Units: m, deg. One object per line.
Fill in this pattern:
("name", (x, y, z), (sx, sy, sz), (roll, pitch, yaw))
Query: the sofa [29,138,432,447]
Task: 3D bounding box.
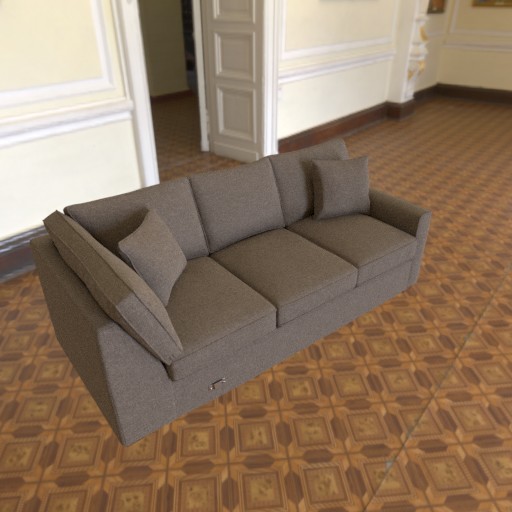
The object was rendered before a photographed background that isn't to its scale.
("sofa", (0.000, 0.000, 2.786), (2.317, 0.962, 1.061), (-21, 37, -32))
